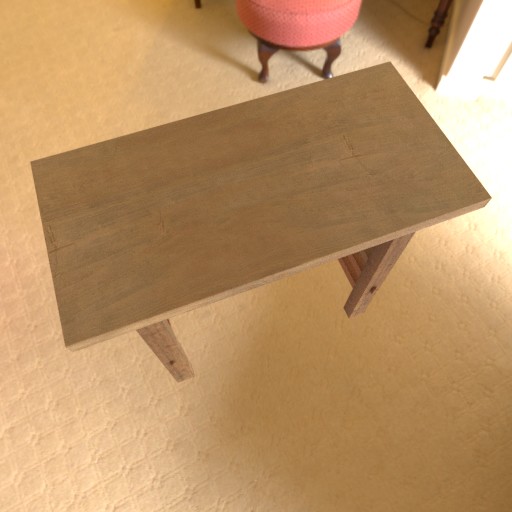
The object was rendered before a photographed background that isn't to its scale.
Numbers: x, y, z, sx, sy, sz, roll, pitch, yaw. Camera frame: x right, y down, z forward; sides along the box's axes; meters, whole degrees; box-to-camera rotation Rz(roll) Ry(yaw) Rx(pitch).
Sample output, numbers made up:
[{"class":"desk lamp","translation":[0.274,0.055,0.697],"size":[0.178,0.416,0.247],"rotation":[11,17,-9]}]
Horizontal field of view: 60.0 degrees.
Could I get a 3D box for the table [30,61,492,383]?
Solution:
[{"class":"table","translation":[0.000,0.000,1.600],"size":[1.119,0.914,0.556],"rotation":[-19,65,-9]}]
